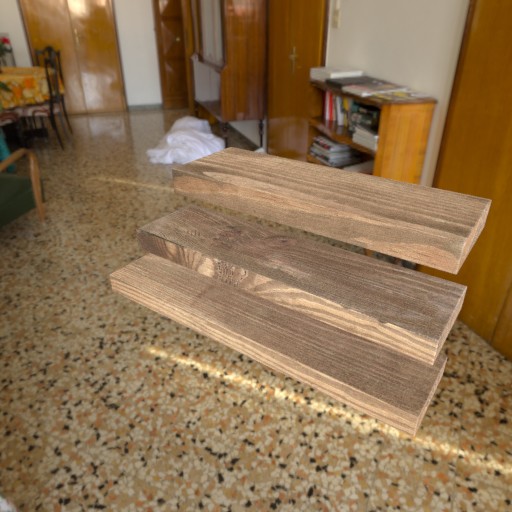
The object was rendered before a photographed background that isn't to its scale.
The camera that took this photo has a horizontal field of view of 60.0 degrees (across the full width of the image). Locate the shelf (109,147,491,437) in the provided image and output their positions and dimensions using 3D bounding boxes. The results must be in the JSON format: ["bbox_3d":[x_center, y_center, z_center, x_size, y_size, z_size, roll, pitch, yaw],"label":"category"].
[{"bbox_3d":[0.000,0.000,0.719,0.610,0.293,0.140,19,35,30],"label":"shelf"}]
